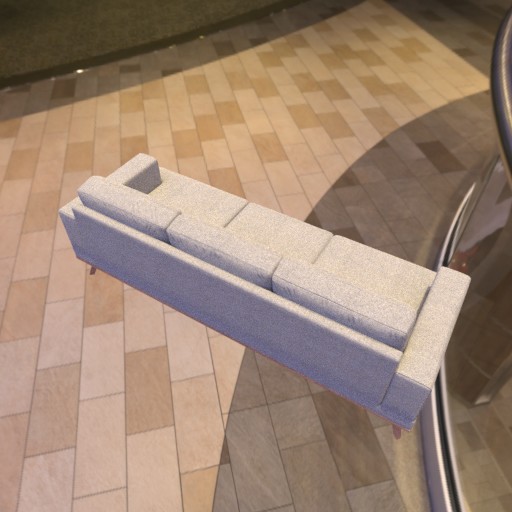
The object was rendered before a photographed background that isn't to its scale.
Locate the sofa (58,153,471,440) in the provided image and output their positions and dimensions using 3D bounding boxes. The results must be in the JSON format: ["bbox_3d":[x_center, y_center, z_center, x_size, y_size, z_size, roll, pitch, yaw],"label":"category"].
[{"bbox_3d":[0.000,0.000,2.683,2.310,0.810,0.920,23,50,21],"label":"sofa"}]
